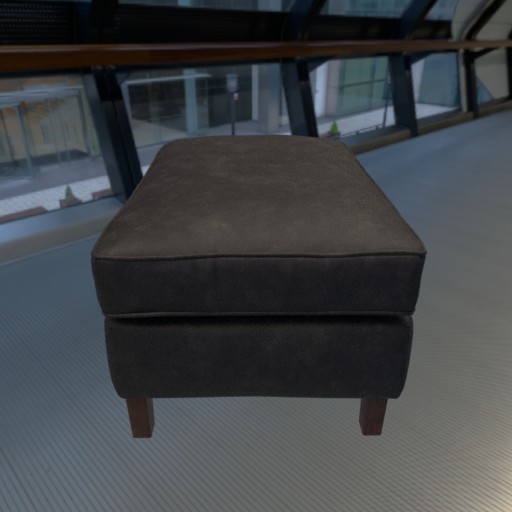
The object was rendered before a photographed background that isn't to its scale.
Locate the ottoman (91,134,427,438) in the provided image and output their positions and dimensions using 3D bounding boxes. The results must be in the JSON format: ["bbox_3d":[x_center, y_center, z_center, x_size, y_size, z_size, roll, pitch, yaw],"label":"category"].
[{"bbox_3d":[0.000,0.000,0.952,0.501,0.413,0.665,0,28,-1],"label":"ottoman"}]
